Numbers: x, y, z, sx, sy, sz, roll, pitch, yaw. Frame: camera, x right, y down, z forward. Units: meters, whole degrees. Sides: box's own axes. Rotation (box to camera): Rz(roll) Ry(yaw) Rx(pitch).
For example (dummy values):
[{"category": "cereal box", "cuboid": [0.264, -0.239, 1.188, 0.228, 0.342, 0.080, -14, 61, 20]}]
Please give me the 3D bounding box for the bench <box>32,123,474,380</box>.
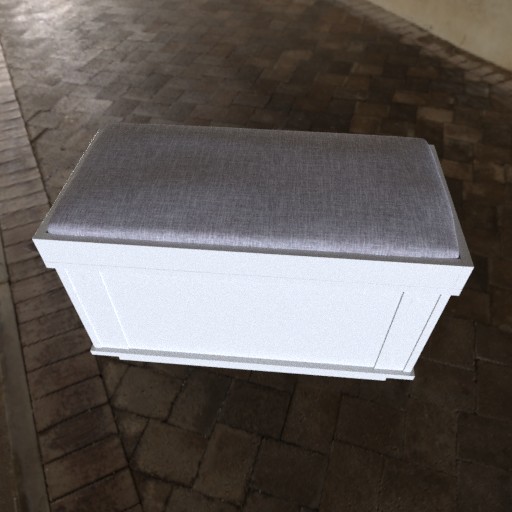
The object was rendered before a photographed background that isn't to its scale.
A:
[{"category": "bench", "cuboid": [0.000, 0.000, 1.003, 0.734, 0.461, 0.362, 4, 47, 3]}]
